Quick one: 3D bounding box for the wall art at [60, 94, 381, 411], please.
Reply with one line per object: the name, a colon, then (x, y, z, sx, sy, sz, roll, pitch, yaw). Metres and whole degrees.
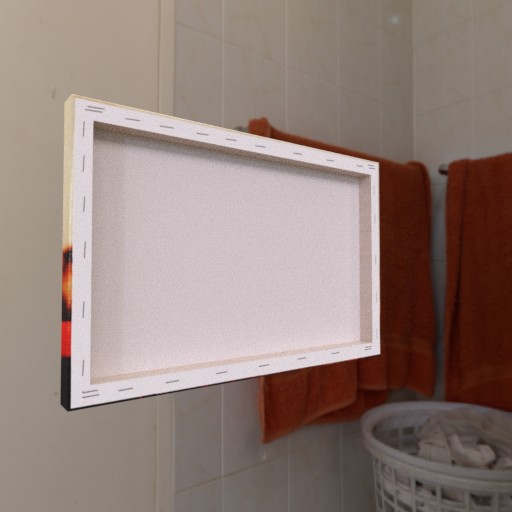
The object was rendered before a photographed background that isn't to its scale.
wall art: (0.000, 0.000, 0.757, 0.613, 0.402, 0.040, 1, -2, -36)
